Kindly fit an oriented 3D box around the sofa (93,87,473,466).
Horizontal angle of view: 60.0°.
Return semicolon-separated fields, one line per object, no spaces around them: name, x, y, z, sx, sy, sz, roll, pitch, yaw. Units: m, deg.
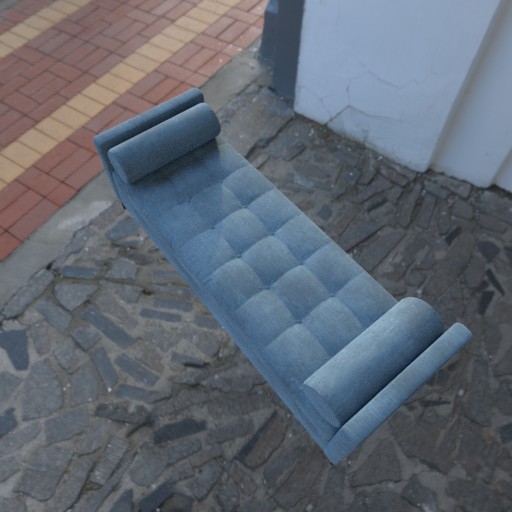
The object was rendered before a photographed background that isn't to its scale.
sofa;0.000;0.000;2.333;0.686;0.635;1.981;-34;64;-19
